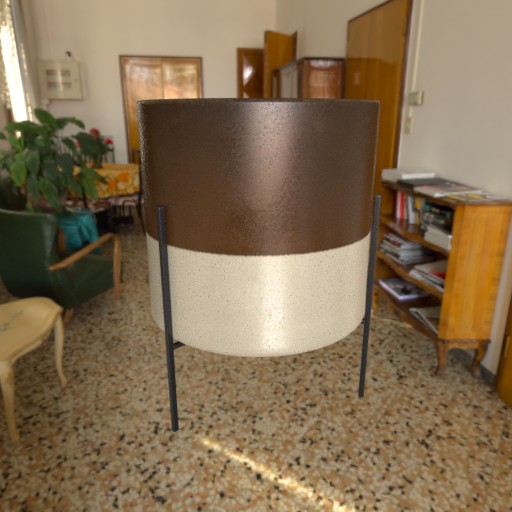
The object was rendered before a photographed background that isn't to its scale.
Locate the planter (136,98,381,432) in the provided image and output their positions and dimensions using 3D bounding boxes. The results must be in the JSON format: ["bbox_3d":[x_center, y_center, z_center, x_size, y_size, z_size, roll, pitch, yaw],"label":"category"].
[{"bbox_3d":[0.000,0.000,0.706,0.345,0.465,0.354,17,24,42],"label":"planter"}]
